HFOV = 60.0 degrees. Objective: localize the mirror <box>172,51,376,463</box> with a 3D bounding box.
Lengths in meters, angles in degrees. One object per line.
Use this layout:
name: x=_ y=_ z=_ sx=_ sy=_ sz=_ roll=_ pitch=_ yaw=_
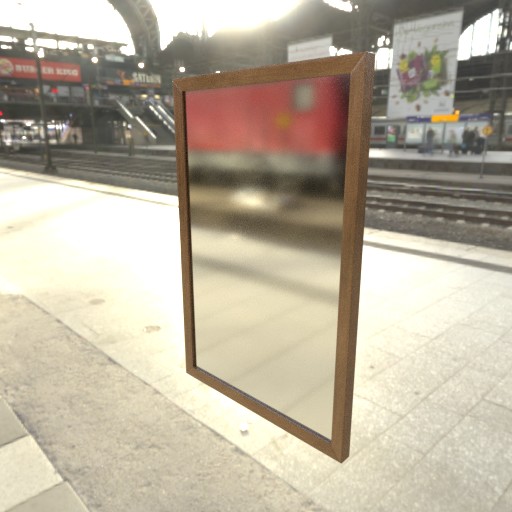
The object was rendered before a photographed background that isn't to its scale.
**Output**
mirror: x=0.000 y=0.000 z=1.165 sx=0.609 sy=0.915 sz=0.040 roll=14 pitch=21 yaw=42
